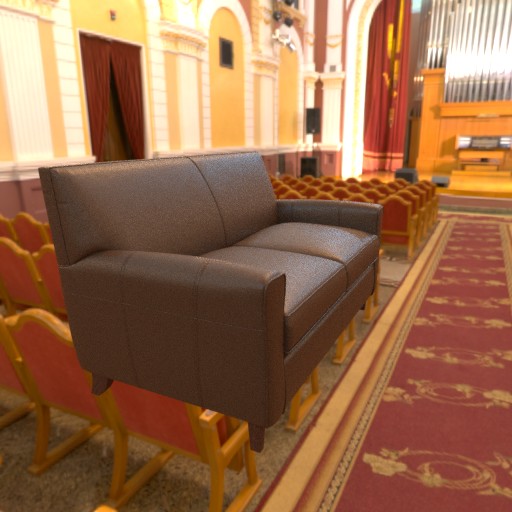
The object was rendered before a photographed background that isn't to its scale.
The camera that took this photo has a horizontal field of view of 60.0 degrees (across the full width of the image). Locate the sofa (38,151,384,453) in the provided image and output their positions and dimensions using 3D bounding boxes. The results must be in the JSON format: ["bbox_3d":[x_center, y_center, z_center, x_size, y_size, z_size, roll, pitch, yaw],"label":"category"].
[{"bbox_3d":[0.000,0.000,1.989,0.853,0.859,1.468,8,17,26],"label":"sofa"}]
